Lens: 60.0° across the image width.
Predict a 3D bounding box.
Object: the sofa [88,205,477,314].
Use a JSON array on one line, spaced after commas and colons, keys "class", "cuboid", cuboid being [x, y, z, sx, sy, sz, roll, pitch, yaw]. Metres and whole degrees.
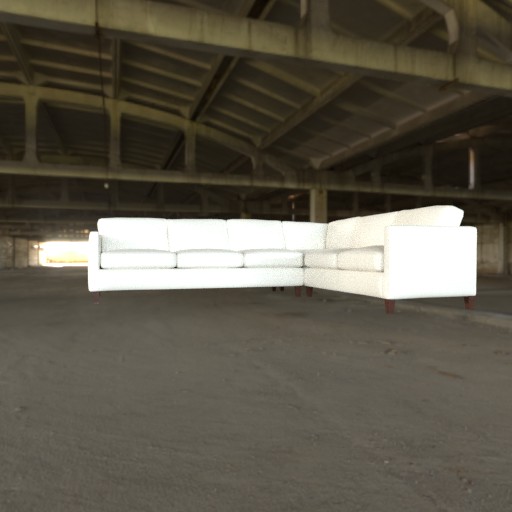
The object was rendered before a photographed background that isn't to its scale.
[{"class": "sofa", "cuboid": [0.000, 0.000, 4.580, 3.302, 0.947, 2.593, 0, 0, -18]}]
